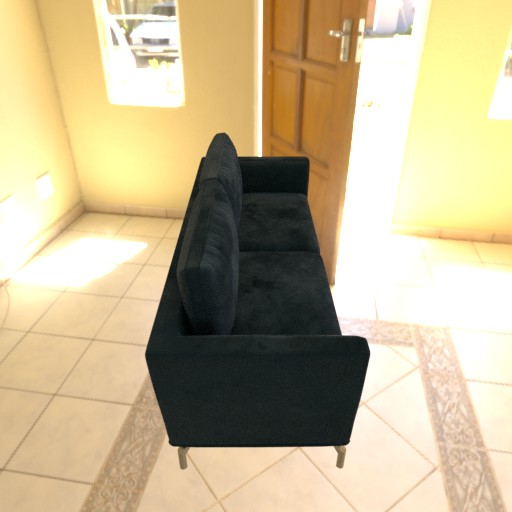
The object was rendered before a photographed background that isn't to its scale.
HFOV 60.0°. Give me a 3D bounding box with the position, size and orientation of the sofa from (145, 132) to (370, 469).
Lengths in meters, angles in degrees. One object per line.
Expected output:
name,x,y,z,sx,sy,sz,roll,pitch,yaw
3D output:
sofa,0.000,0.000,2.703,0.853,0.998,2.212,0,32,0
